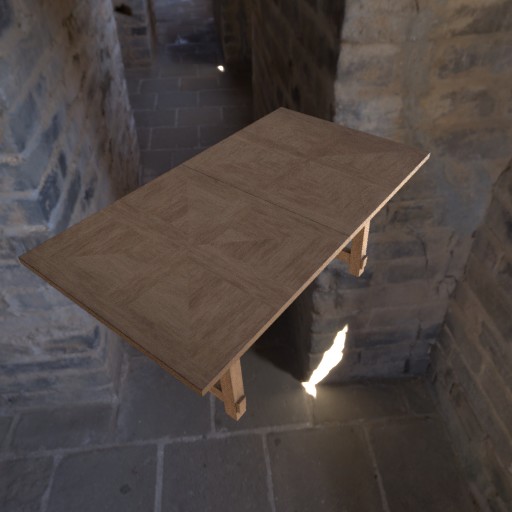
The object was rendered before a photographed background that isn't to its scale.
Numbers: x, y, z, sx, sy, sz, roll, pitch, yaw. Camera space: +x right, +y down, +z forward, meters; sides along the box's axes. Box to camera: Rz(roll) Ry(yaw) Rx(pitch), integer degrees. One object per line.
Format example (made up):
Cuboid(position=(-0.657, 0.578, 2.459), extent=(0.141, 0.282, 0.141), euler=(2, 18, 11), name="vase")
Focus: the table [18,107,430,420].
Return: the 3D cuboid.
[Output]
Cuboid(position=(0.000, 0.000, 2.397), extent=(1.016, 0.768, 1.881), euler=(27, 48, 27), name="table")
